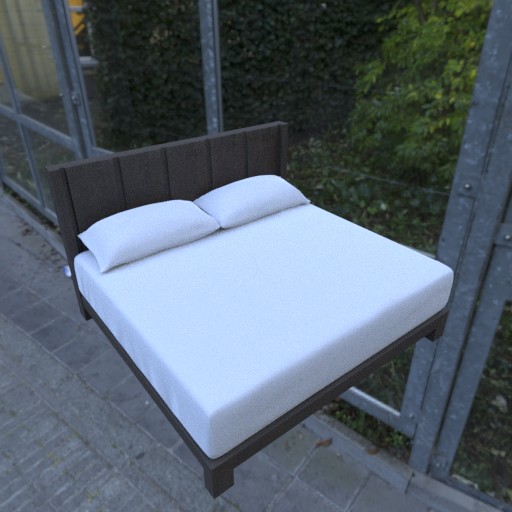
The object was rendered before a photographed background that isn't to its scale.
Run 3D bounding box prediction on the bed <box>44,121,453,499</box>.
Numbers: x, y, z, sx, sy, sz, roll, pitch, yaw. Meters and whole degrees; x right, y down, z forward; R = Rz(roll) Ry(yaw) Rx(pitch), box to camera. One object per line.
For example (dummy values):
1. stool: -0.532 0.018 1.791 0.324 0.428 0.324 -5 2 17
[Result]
1. bed: 0.000 0.000 3.257 2.134 1.270 2.012 -21 36 -32
